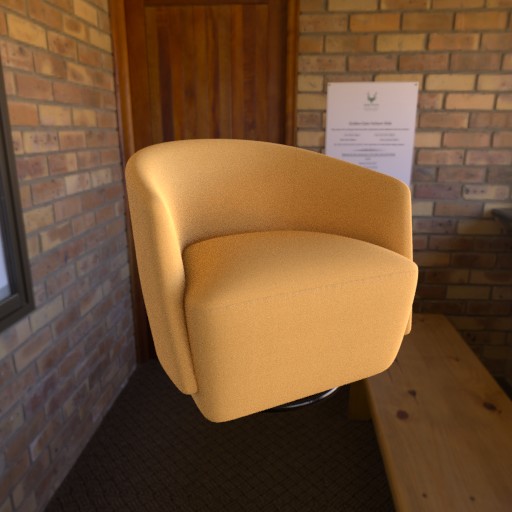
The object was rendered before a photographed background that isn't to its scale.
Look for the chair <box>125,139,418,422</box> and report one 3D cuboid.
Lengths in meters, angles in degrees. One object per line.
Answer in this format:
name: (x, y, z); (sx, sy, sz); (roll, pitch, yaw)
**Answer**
chair: (0.000, 0.000, 1.381); (0.773, 0.698, 0.767); (-8, 17, -26)
